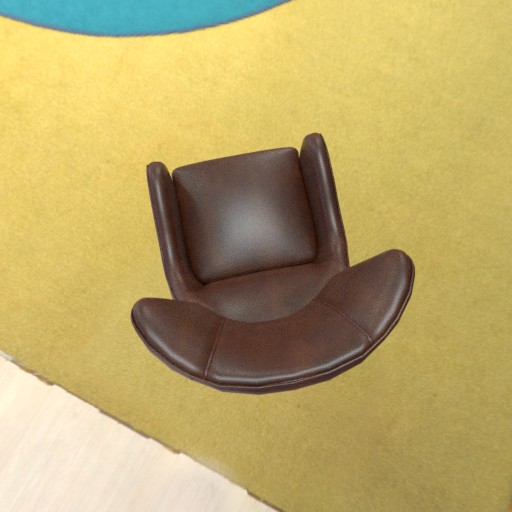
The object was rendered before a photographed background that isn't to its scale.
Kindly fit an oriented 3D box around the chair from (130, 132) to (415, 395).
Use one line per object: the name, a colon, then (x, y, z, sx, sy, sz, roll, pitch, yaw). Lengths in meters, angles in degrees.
chair: (0.000, 0.000, 1.600, 0.692, 1.048, 0.914, -11, 75, -3)
